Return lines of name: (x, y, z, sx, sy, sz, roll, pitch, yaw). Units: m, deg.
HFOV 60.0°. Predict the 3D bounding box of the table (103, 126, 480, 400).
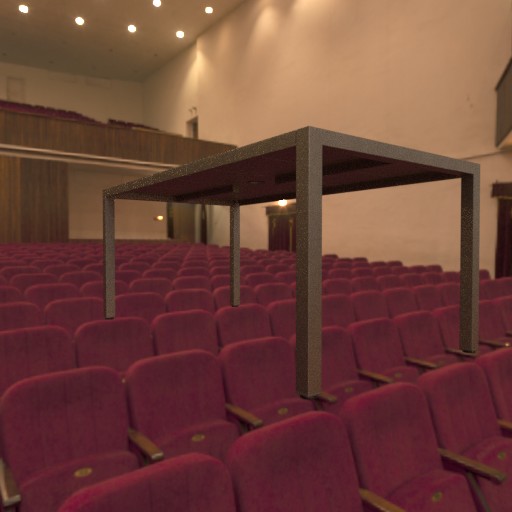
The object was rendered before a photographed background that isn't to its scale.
table: (0.000, 0.000, 2.120, 0.914, 0.735, 1.680, -1, 2, -37)
